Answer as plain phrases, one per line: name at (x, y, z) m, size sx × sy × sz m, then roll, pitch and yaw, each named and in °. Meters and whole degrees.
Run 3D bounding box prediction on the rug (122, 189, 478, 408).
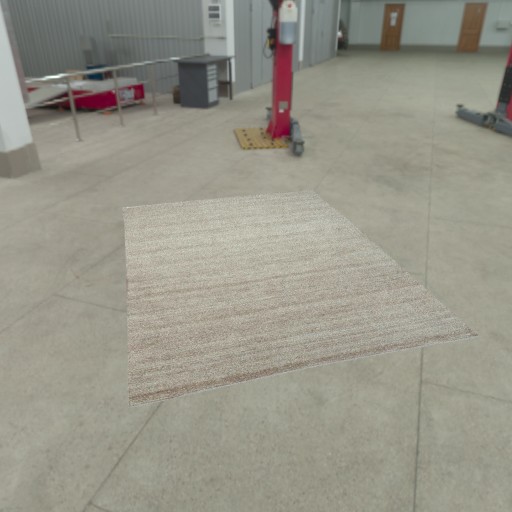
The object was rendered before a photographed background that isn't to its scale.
rug at (0.000, 0.000, 4.225) m, size 2.434 × 0.045 × 3.202 m, roll -7°, pitch 29°, yaw -14°
